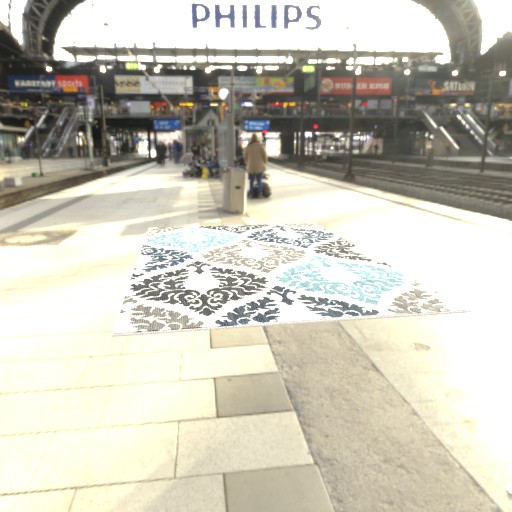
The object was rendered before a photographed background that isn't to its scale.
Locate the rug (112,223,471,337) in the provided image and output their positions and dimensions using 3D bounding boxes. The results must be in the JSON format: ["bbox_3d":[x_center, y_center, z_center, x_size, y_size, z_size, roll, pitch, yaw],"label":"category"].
[{"bbox_3d":[0.000,0.000,2.889,1.514,0.014,2.275,-2,14,-10],"label":"rug"}]
